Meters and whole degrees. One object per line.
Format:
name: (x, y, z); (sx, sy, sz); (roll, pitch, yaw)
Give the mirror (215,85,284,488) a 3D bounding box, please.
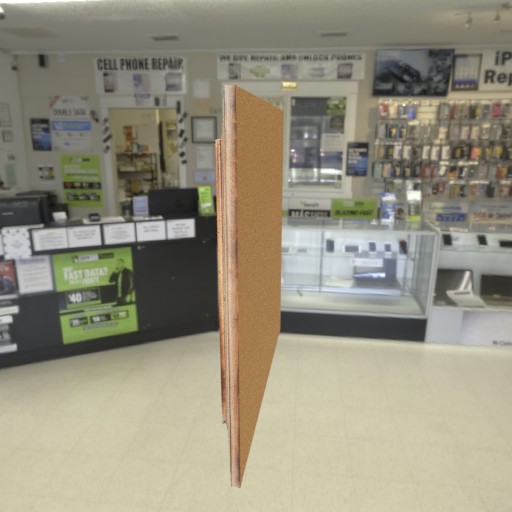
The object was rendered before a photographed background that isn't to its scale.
mirror: (0.000, 0.000, 1.224); (0.061, 0.804, 0.804); (2, 15, 9)
